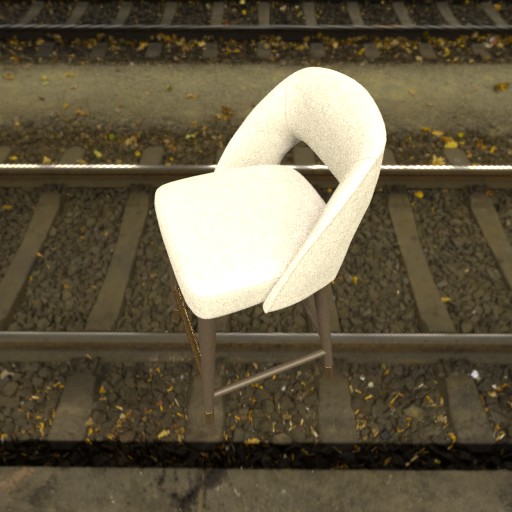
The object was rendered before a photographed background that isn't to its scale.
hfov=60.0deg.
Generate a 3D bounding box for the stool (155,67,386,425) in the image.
[{"bbox_3d":[0.000,0.000,1.274,0.509,0.940,0.494,-16,49,-14],"label":"stool"}]
